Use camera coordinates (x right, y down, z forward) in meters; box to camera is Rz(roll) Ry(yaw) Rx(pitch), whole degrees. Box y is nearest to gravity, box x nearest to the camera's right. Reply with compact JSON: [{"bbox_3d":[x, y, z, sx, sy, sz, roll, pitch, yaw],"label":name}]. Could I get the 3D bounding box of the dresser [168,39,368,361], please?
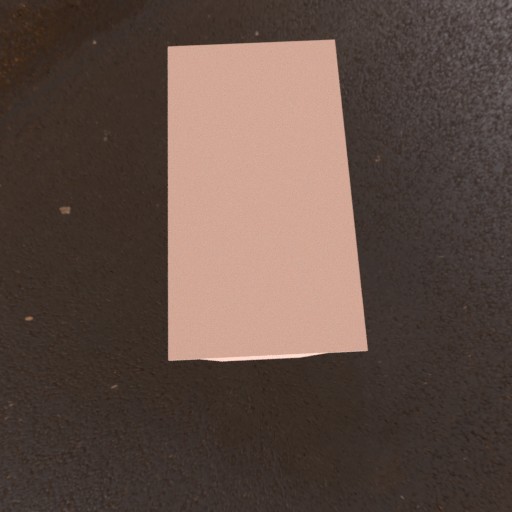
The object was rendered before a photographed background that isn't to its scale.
[{"bbox_3d":[0.000,0.000,1.547,0.399,1.255,0.704,-3,76,-1],"label":"dresser"}]
